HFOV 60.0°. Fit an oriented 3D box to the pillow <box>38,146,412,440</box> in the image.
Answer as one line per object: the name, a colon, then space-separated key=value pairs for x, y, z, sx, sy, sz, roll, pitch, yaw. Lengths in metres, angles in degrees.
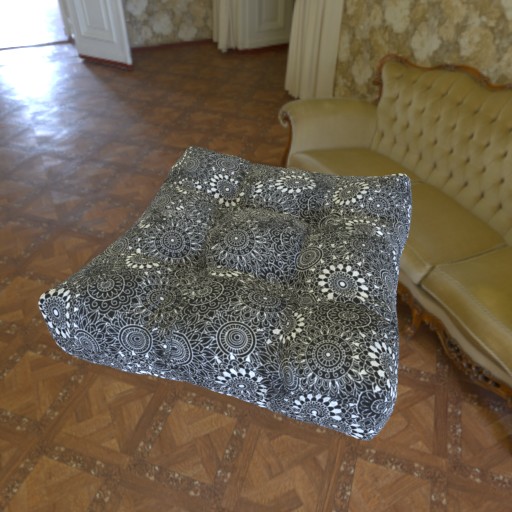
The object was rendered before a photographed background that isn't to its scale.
pillow: x=0.000 y=0.000 z=0.717 sx=0.468 sy=0.128 sz=0.490 roll=11 pitch=41 yaw=13
